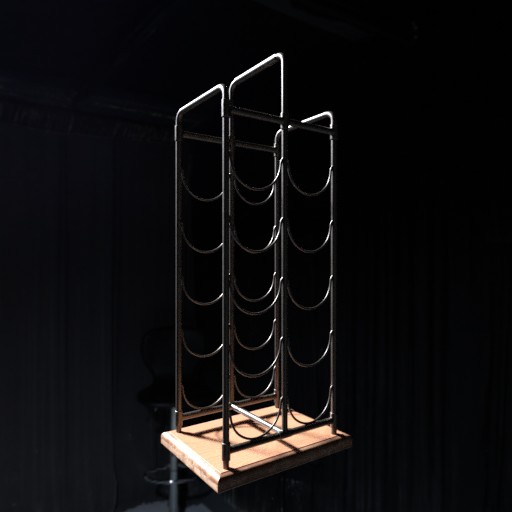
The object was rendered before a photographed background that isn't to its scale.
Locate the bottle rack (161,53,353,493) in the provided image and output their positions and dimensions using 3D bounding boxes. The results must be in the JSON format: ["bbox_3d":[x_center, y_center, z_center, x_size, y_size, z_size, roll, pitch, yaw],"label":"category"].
[{"bbox_3d":[0.000,0.000,0.796,0.276,0.680,0.208,0,0,-35],"label":"bottle rack"}]
